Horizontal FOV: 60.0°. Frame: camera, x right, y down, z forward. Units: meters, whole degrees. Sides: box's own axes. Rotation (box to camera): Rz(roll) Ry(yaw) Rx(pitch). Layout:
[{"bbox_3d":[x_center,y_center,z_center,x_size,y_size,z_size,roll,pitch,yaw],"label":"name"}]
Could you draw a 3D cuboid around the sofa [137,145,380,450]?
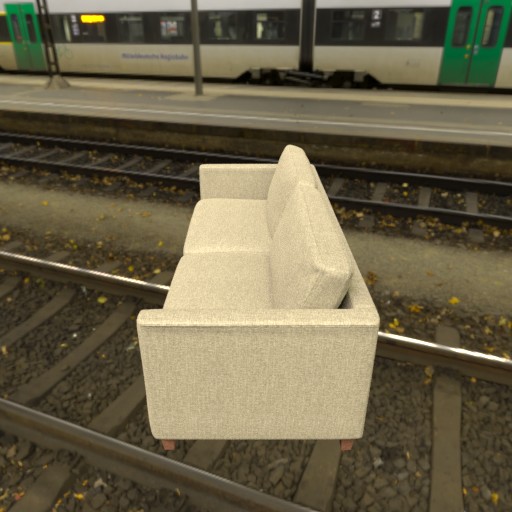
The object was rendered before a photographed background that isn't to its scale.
[{"bbox_3d":[0.000,0.000,2.741,0.956,0.960,2.208,0,27,0],"label":"sofa"}]
